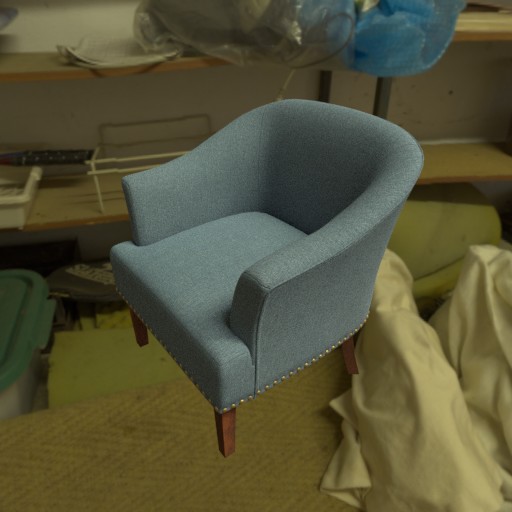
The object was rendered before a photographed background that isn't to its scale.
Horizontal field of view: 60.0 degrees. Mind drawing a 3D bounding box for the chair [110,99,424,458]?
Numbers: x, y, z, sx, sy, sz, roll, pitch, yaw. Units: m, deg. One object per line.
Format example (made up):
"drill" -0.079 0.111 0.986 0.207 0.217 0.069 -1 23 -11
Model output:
"chair" 0.000 0.000 1.379 0.704 0.815 0.772 -21 36 -31
